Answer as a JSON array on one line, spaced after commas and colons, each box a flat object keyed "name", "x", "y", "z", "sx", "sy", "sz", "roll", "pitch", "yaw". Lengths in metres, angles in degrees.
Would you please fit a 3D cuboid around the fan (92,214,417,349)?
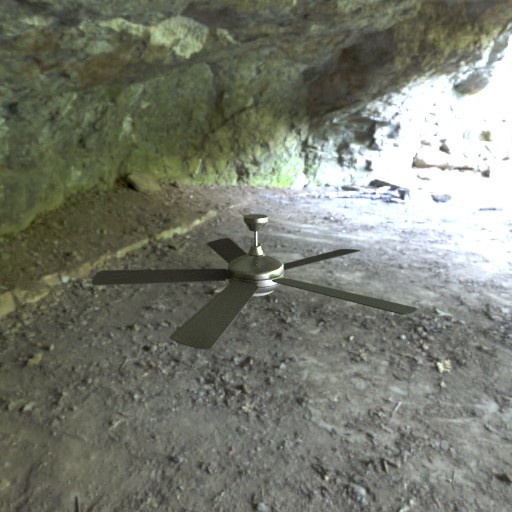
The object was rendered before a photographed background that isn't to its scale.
[{"name": "fan", "x": 0.000, "y": 0.000, "z": 1.957, "sx": 1.321, "sy": 0.356, "sz": 1.321, "roll": -9, "pitch": 18, "yaw": -28}]
